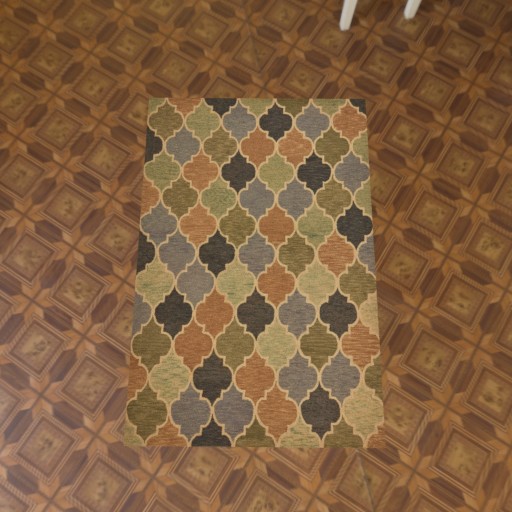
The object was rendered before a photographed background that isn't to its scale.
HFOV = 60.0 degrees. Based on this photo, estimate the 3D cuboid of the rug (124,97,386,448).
[{"bbox_3d":[0.000,0.000,2.848,1.521,0.006,2.284,0,76,0],"label":"rug"}]
